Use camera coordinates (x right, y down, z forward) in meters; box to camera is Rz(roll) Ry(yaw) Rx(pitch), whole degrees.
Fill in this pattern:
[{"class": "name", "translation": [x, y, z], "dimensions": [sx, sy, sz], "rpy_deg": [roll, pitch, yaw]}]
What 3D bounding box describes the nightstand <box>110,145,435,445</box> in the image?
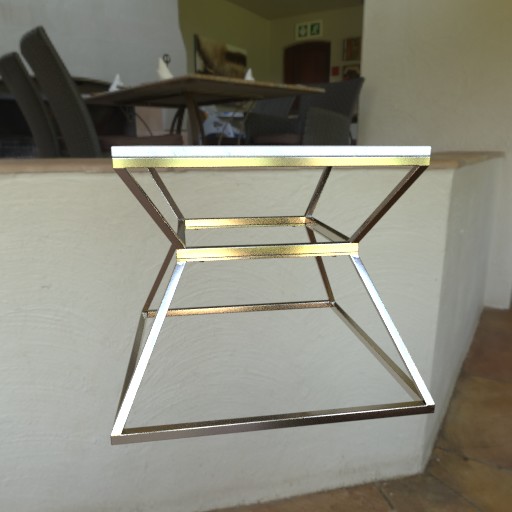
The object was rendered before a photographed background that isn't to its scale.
[{"class": "nightstand", "translation": [0.000, 0.000, 0.884], "dimensions": [0.513, 0.426, 0.514], "rpy_deg": [-2, 14, -9]}]
